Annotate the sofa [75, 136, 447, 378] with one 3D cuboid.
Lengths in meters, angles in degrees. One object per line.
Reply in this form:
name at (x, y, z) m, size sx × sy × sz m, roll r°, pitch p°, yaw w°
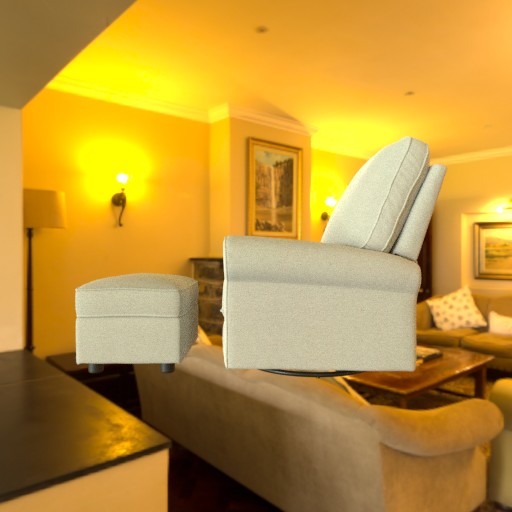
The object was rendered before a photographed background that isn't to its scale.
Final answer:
sofa at (0.000, 0.000, 2.042) m, size 1.478 × 0.959 × 0.880 m, roll 0°, pitch 0°, yaw 0°
